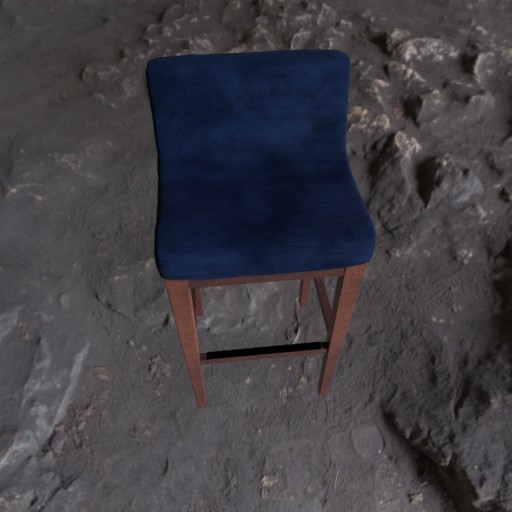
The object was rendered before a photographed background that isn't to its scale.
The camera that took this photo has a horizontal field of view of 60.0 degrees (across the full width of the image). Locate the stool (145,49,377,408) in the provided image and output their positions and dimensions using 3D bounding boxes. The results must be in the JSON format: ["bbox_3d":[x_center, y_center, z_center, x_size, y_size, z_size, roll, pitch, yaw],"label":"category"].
[{"bbox_3d":[0.000,0.000,1.337,0.511,1.037,0.500,-5,47,-4],"label":"stool"}]
